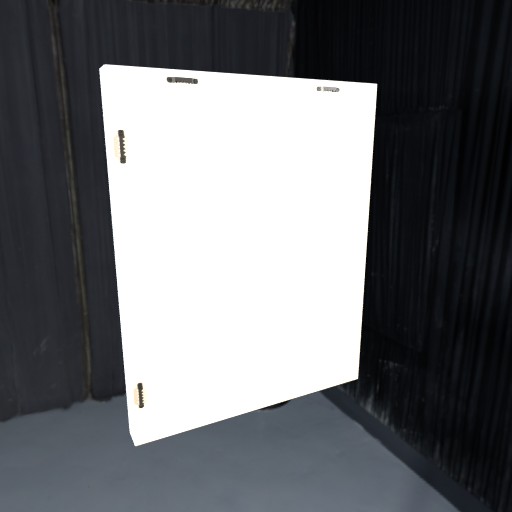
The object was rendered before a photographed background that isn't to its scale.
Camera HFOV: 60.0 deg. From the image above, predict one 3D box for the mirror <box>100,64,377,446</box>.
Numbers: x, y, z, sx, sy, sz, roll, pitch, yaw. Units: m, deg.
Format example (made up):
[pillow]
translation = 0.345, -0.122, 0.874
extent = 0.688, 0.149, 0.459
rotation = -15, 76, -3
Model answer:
[mirror]
translation = 0.000, 0.000, 0.674
extent = 0.406, 0.509, 0.041
rotation = -7, 17, -26
